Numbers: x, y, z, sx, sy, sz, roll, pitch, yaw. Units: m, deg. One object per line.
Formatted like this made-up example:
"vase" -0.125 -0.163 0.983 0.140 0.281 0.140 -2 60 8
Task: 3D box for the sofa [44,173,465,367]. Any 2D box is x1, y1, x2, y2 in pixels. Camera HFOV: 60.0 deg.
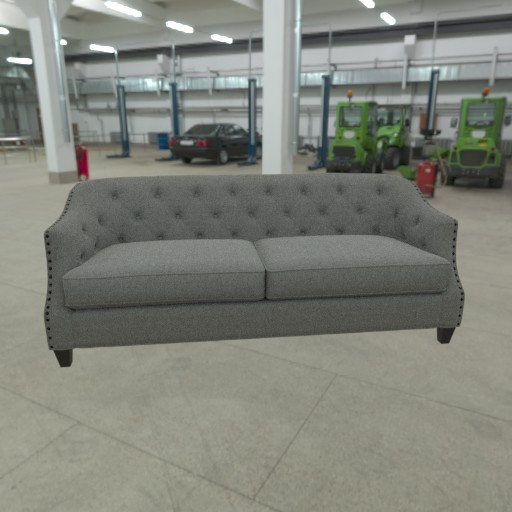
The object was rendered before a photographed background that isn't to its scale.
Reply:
"sofa" 0.000 0.000 2.696 2.235 0.901 0.914 -2 17 -7
